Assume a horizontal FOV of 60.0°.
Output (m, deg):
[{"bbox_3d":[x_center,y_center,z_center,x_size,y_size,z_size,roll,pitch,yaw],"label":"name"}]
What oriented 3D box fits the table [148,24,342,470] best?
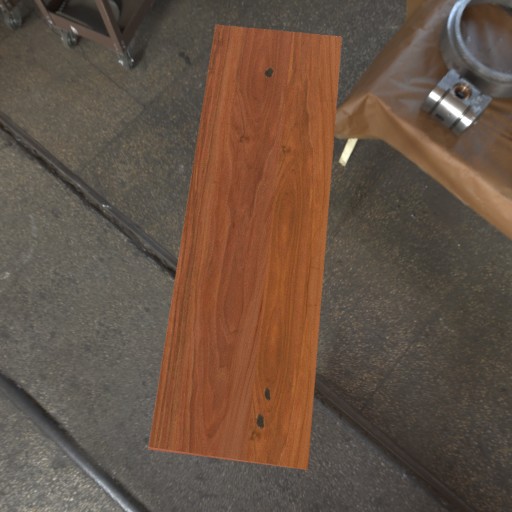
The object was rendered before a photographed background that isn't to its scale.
[{"bbox_3d":[0.000,0.000,1.452,0.350,0.750,1.100,6,76,2],"label":"table"}]
